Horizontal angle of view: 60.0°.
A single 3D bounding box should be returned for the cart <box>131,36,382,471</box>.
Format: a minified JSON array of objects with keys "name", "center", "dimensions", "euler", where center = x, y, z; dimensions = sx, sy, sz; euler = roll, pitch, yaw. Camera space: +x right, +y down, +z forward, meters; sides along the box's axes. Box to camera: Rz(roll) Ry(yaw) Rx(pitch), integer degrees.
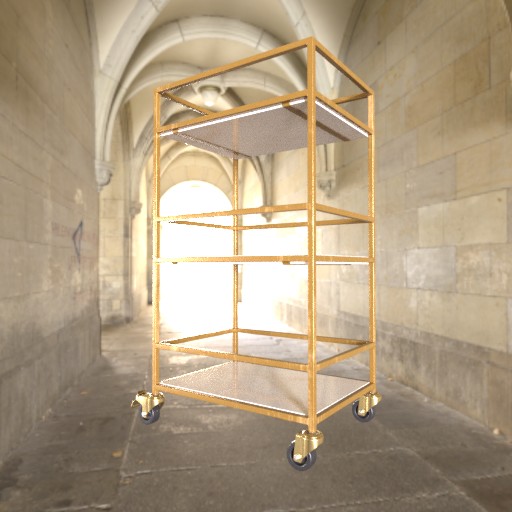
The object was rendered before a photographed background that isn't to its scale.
[{"name":"cart","center":[0.000,0.000,1.023],"dimensions":[0.483,0.761,0.332],"euler":[-1,-2,35]}]
